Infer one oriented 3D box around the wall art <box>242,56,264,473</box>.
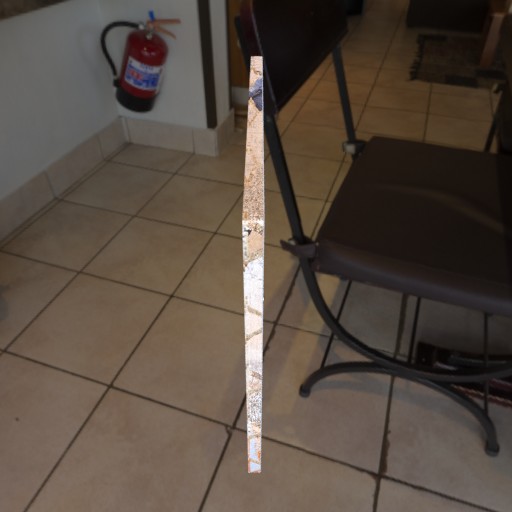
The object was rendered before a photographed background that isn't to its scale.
[{"bbox_3d":[0.000,0.000,1.364,0.039,0.914,0.912,0,40,0],"label":"wall art"}]
